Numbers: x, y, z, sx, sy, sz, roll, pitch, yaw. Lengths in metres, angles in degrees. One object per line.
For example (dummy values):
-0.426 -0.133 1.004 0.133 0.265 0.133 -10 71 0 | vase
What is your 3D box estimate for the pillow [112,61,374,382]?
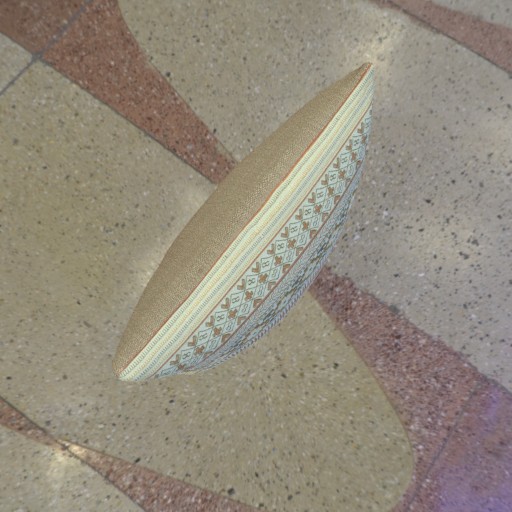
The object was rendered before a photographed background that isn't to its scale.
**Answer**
0.000 0.000 0.787 0.215 0.519 0.521 37 79 9 | pillow
